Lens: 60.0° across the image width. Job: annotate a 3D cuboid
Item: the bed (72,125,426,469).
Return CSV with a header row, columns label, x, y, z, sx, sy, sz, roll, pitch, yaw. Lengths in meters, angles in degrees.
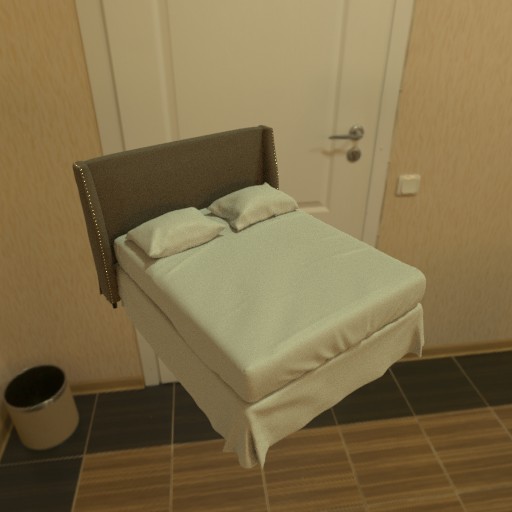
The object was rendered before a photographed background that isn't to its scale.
label,x,y,z,sx,sy,sz,roll,pitch,yaw
bed,0.000,0.000,3.494,1.925,1.332,2.276,-21,37,-31
